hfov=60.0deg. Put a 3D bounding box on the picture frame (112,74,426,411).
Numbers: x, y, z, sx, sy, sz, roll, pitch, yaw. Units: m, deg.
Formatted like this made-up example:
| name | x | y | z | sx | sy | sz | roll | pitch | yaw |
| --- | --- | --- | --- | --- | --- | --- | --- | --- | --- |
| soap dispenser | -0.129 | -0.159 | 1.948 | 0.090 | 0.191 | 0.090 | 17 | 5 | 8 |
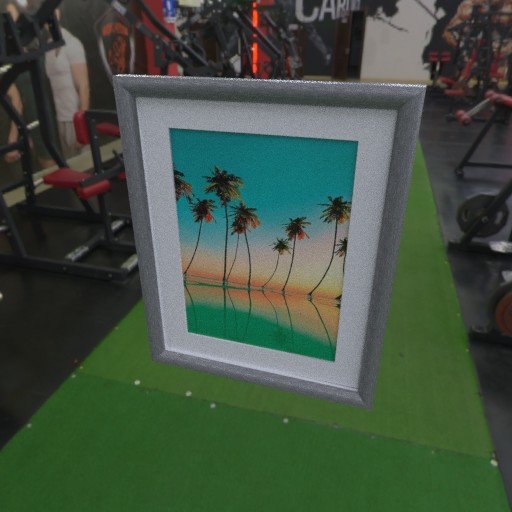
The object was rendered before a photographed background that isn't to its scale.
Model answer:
| name | x | y | z | sx | sy | sz | roll | pitch | yaw |
| --- | --- | --- | --- | --- | --- | --- | --- | --- | --- |
| picture frame | 0.000 | 0.000 | 0.754 | 0.454 | 0.559 | 0.029 | 8 | 29 | 15 |
